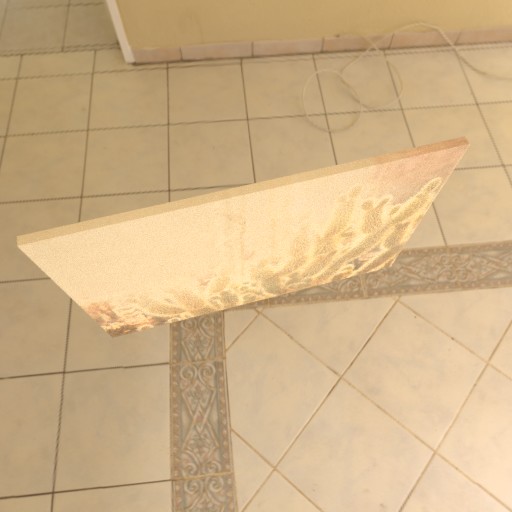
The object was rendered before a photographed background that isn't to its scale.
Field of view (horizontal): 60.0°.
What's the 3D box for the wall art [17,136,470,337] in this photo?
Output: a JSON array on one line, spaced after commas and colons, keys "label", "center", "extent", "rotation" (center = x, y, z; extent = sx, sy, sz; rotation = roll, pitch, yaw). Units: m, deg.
[{"label": "wall art", "center": [0.000, 0.000, 1.903], "extent": [1.525, 1.012, 0.038], "rotation": [-14, 65, -7]}]
